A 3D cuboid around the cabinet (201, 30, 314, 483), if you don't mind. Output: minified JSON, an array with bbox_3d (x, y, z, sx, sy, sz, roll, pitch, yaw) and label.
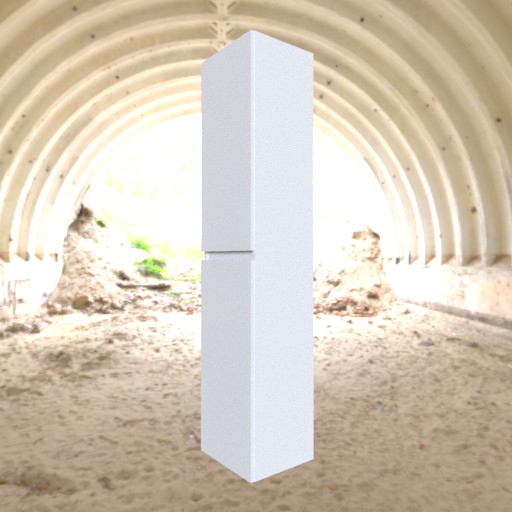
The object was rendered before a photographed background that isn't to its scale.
[{"bbox_3d":[0.000,0.000,1.567,0.270,1.400,0.300,0,0,-38],"label":"cabinet"}]
